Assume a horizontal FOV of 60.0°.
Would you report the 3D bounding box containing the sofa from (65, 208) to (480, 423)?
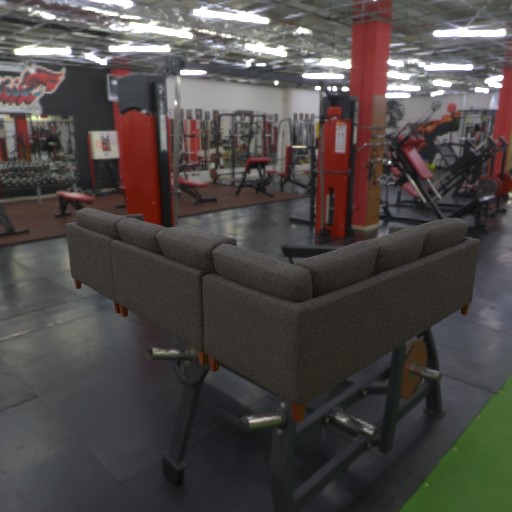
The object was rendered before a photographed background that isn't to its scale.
[{"bbox_3d":[0.000,0.000,4.563,2.594,0.961,3.460,-14,21,-41],"label":"sofa"}]
